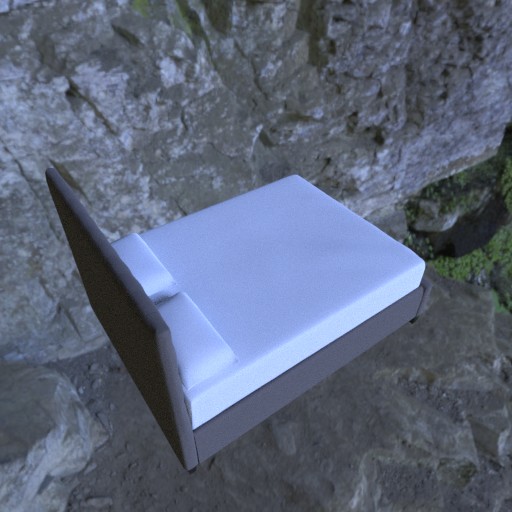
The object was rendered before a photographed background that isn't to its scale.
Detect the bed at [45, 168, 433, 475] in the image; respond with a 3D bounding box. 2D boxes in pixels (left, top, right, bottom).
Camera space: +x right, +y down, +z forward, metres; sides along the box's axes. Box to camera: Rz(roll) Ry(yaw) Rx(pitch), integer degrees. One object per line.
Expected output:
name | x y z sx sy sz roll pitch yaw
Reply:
bed | 0.000 0.000 3.312 2.233 1.426 1.696 -25 47 -26
